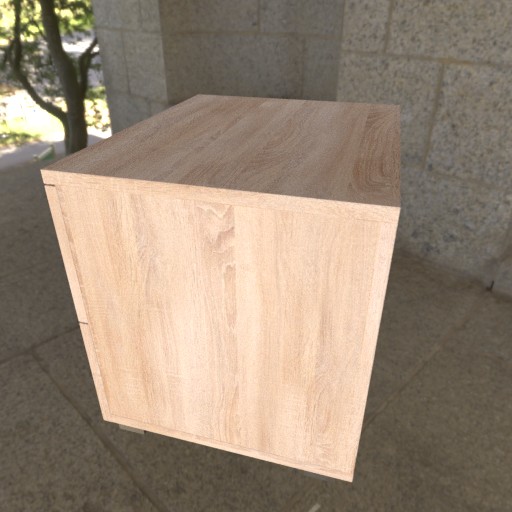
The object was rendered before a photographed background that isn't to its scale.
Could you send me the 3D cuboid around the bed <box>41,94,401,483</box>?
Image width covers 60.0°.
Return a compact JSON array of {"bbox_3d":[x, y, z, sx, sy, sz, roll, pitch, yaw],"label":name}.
[{"bbox_3d":[0.000,0.000,0.742,0.401,0.420,0.460,8,31,14],"label":"bed"}]
